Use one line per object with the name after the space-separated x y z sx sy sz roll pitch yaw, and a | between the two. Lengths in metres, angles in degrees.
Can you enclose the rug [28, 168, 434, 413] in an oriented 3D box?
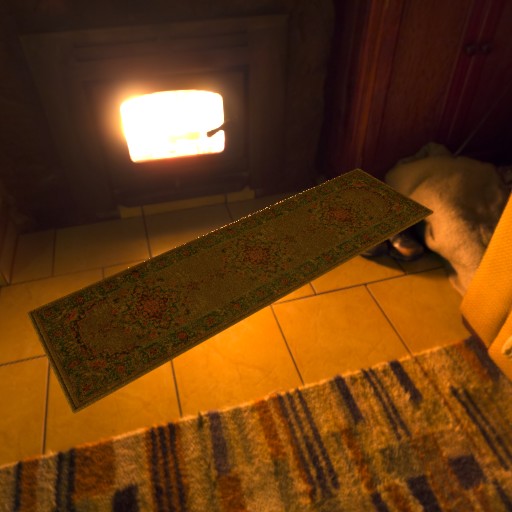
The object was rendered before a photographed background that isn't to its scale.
0.000 0.000 2.474 2.297 0.019 0.659 -26 48 -26 | rug
